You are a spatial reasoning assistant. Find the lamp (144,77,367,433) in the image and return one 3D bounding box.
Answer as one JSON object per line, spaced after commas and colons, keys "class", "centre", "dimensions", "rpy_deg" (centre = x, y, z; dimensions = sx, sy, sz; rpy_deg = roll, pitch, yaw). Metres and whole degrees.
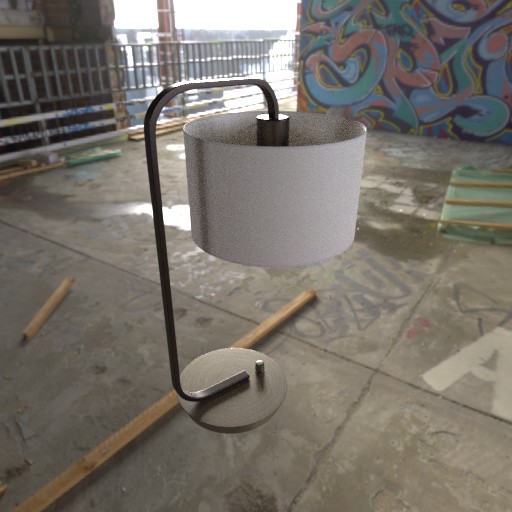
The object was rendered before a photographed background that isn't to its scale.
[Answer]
{"class": "lamp", "centre": [0.000, 0.000, 0.630], "dimensions": [0.288, 0.473, 0.230], "rpy_deg": [-18, 32, -32]}
